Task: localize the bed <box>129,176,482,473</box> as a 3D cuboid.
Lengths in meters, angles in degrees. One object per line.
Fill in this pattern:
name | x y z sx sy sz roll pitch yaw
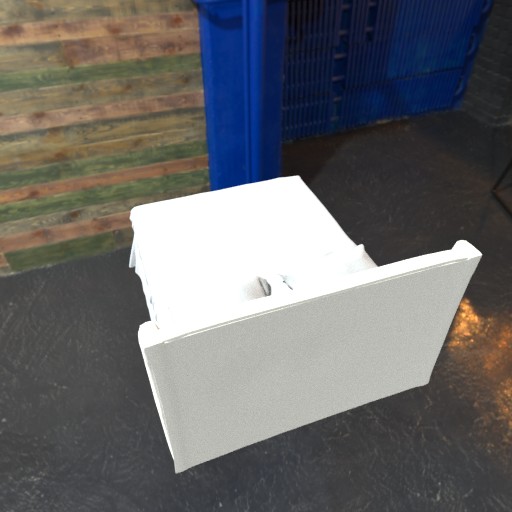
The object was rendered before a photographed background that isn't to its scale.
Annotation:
bed | 0.000 0.000 3.454 1.925 1.332 2.276 -13 42 -15
